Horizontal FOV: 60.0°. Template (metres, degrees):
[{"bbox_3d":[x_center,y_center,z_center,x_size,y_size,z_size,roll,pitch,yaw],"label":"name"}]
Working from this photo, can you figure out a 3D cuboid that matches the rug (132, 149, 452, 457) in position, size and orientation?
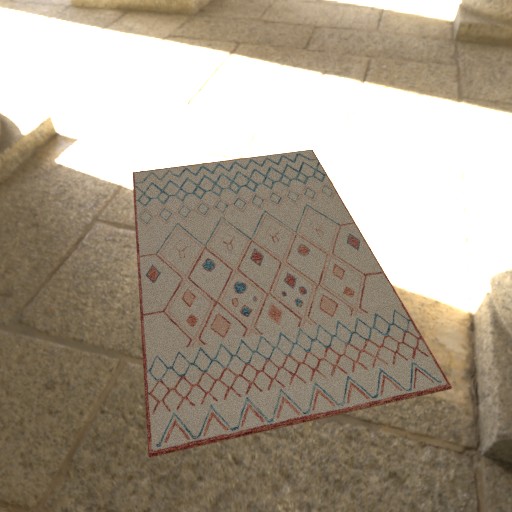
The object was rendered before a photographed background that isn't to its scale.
[{"bbox_3d":[0.000,0.000,2.330,1.219,0.016,1.829,-9,46,-9],"label":"rug"}]
